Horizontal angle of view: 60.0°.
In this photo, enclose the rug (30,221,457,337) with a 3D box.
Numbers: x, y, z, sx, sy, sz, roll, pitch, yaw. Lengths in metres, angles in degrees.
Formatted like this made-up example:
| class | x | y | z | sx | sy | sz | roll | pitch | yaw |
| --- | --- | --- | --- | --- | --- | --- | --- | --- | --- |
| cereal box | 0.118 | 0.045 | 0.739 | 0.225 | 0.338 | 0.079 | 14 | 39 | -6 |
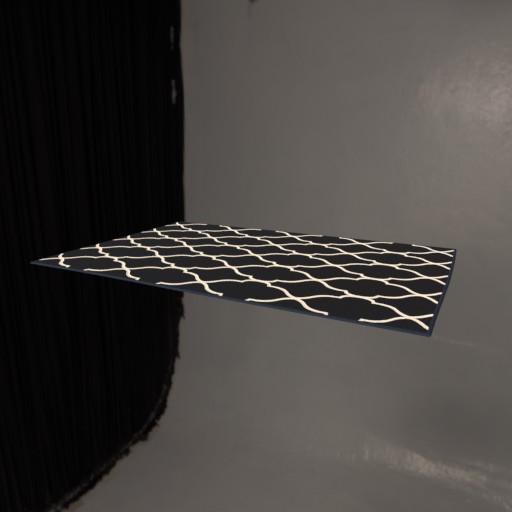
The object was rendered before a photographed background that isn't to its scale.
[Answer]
| class | x | y | z | sx | sy | sz | roll | pitch | yaw |
| --- | --- | --- | --- | --- | --- | --- | --- | --- | --- |
| rug | 0.000 | 0.000 | 2.837 | 2.294 | 0.014 | 1.528 | 7 | 17 | 26 |
